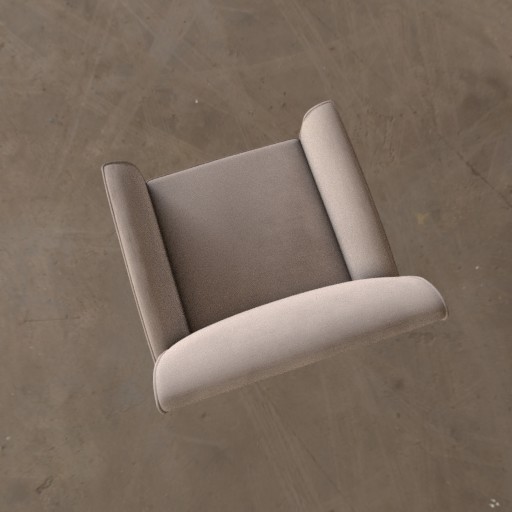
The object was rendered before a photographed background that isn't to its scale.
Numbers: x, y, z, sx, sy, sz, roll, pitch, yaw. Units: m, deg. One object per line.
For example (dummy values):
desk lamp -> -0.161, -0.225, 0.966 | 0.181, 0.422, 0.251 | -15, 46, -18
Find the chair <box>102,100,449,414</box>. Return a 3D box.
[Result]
chair -> 0.000, 0.000, 1.556 | 0.820, 0.915, 0.821 | -17, 75, -5
